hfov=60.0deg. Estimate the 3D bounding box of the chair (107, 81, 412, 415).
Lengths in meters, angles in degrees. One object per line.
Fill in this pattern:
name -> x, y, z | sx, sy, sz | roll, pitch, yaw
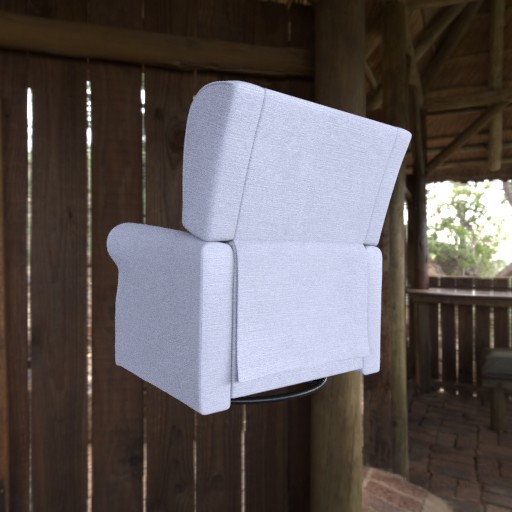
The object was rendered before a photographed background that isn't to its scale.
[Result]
chair -> 0.000, 0.000, 1.694 | 0.906, 0.966, 0.854 | 0, 0, -37
